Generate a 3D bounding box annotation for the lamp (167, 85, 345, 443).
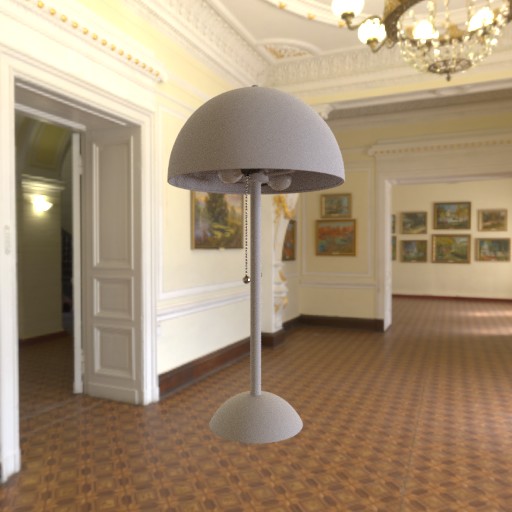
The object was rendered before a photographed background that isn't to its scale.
[{"bbox_3d":[0.000,0.000,0.435,0.171,0.330,0.171,0,1,0],"label":"lamp"}]
